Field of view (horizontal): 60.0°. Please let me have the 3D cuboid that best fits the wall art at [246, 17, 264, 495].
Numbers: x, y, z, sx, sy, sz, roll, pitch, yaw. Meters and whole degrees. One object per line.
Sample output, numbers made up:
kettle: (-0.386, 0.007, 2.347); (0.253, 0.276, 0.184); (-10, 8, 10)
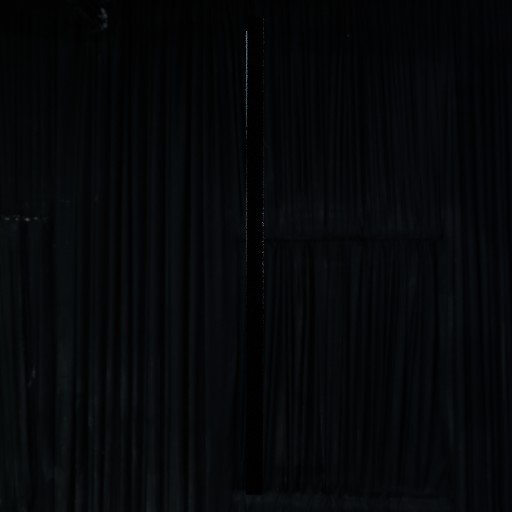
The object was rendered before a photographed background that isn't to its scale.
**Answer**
wall art: (0.000, 0.000, 1.387); (0.040, 1.062, 0.805); (0, 0, 0)
